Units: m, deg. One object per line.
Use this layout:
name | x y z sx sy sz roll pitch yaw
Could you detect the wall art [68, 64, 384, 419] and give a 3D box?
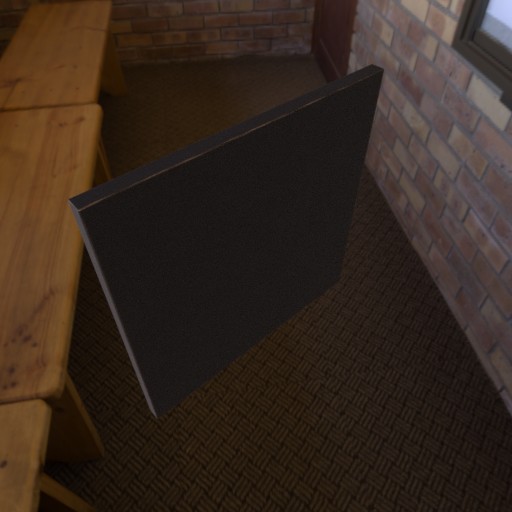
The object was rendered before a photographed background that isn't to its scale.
wall art | 0.000 0.000 0.455 0.304 0.303 0.015 -32 54 -27
